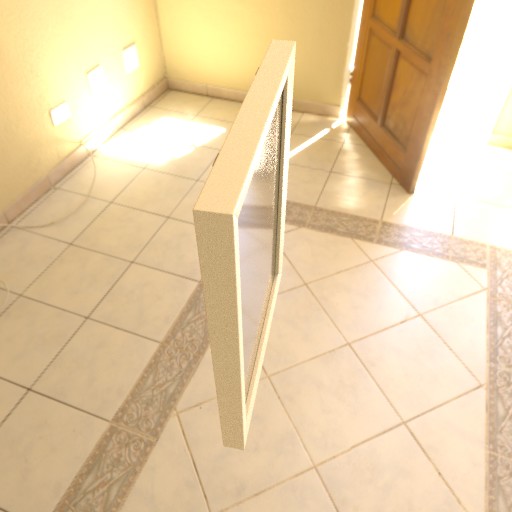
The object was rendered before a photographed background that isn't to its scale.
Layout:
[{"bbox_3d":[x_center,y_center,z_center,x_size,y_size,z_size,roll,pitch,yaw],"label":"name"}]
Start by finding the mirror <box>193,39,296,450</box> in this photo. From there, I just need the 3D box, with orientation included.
[{"bbox_3d":[0.000,0.000,0.697,0.041,0.508,0.405,8,46,8],"label":"mirror"}]
